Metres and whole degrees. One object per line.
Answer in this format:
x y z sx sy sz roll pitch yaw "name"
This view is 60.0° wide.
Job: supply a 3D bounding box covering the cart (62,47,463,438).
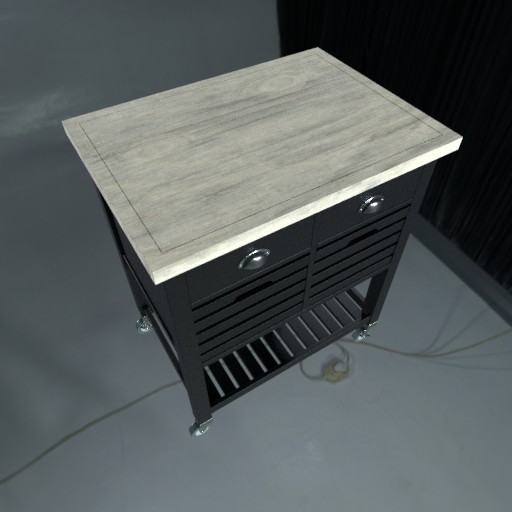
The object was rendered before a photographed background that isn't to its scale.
0.000 0.000 1.411 0.797 0.920 0.567 -25 53 -20 "cart"
